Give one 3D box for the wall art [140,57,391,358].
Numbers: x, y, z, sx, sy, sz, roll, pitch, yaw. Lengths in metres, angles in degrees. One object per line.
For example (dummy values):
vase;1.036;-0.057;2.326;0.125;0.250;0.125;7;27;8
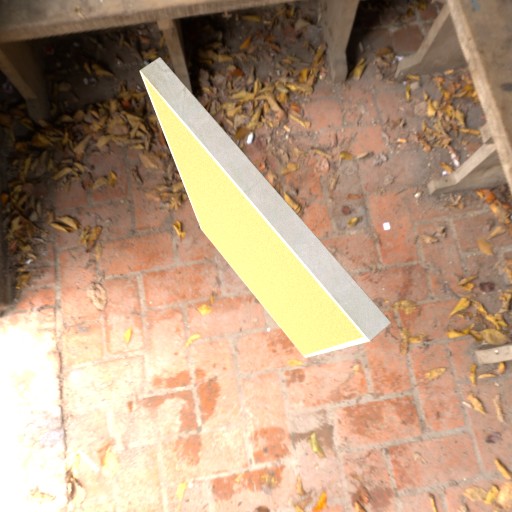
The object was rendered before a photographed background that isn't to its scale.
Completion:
wall art;0.000;0.000;0.983;0.038;0.764;0.508;-38;79;-9
